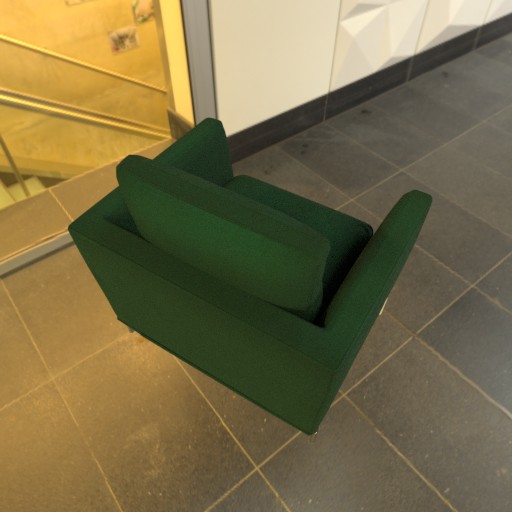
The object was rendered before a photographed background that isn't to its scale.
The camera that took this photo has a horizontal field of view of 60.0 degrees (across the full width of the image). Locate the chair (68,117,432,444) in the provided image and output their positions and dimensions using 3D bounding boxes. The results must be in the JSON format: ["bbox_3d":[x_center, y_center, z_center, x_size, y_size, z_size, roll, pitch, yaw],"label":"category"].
[{"bbox_3d":[0.000,0.000,1.778,1.047,0.997,0.852,25,53,21],"label":"chair"}]
